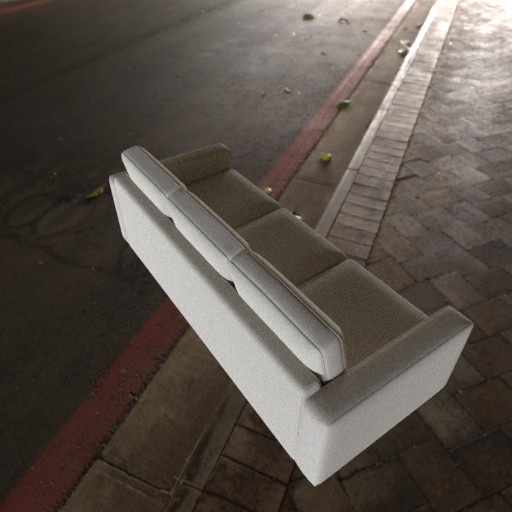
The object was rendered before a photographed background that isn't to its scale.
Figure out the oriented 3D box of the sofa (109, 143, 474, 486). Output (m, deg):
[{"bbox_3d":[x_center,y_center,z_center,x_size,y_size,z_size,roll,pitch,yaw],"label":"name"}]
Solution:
[{"bbox_3d":[0.000,0.000,2.536,0.900,0.800,2.160,-24,46,-26],"label":"sofa"}]
